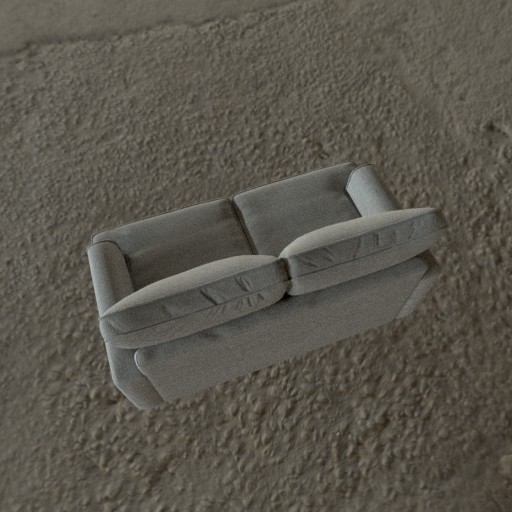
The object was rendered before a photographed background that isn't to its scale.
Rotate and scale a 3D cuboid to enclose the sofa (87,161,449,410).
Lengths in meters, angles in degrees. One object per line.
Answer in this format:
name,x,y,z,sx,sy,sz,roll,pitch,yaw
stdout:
sofa,0.000,0.000,2.347,1.651,0.965,0.965,-17,61,-10
